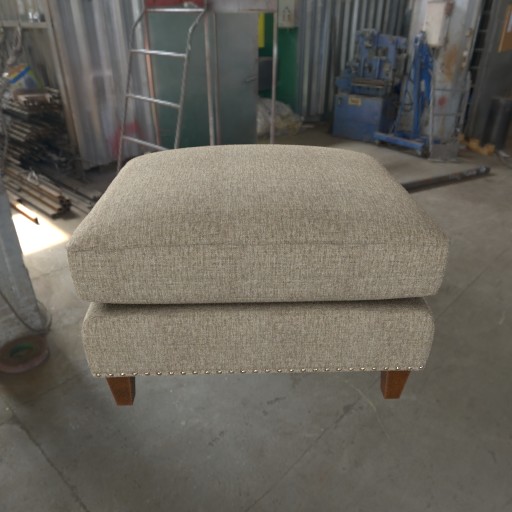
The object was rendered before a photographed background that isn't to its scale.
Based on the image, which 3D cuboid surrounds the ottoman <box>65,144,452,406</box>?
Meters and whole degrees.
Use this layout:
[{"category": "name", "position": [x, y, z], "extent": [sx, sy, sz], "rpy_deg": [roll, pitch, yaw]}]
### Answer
[{"category": "ottoman", "position": [0.000, 0.000, 1.153], "extent": [0.741, 0.513, 0.584], "rpy_deg": [-1, 29, -2]}]
